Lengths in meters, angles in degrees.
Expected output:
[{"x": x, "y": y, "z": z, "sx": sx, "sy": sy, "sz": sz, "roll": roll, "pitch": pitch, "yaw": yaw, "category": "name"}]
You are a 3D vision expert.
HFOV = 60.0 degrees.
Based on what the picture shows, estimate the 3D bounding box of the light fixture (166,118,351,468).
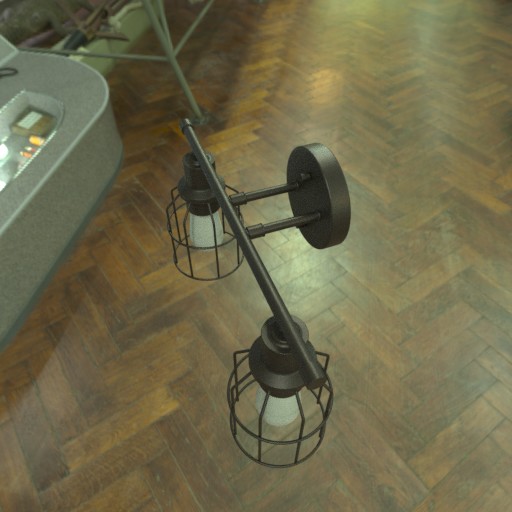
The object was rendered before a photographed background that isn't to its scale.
[{"x": 0.000, "y": 0.000, "z": 0.527, "sx": 0.165, "sy": 0.254, "sz": 0.406, "roll": -15, "pitch": 49, "yaw": -14, "category": "light fixture"}]
